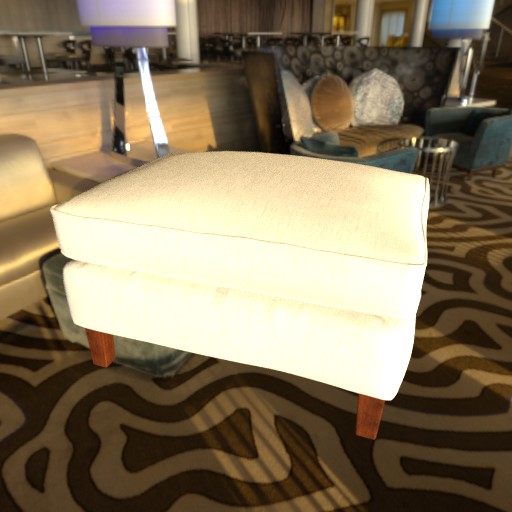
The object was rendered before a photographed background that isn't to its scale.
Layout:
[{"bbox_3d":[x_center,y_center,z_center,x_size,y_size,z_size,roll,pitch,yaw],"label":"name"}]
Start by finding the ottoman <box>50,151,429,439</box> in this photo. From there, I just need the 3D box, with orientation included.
[{"bbox_3d":[0.000,0.000,0.952,0.665,0.406,0.501,9,28,18],"label":"ottoman"}]
